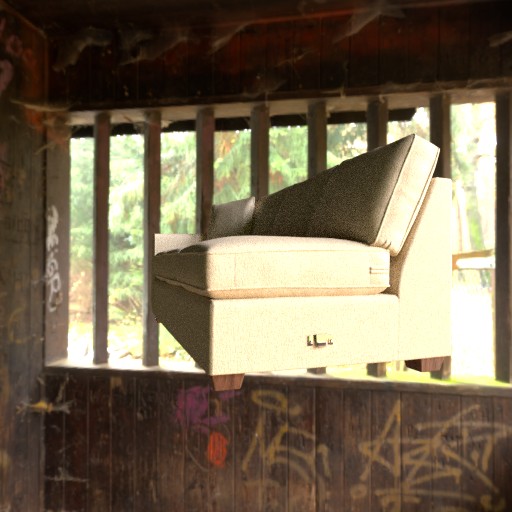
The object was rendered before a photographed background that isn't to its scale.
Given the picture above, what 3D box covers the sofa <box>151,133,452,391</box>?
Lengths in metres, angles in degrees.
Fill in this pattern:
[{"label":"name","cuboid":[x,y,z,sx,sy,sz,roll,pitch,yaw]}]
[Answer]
[{"label":"sofa","cuboid":[0.000,0.000,2.522,1.034,0.946,1.962,0,-1,-19]}]
